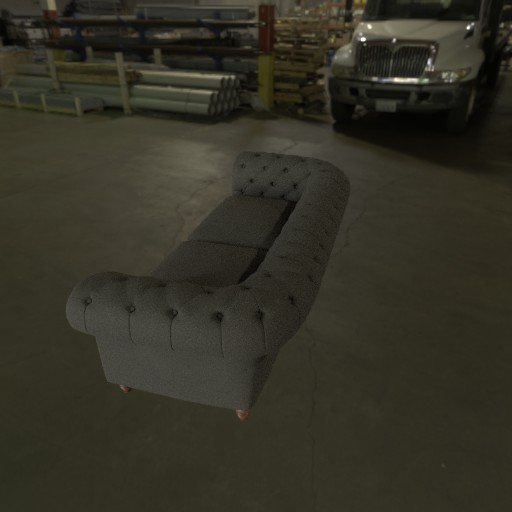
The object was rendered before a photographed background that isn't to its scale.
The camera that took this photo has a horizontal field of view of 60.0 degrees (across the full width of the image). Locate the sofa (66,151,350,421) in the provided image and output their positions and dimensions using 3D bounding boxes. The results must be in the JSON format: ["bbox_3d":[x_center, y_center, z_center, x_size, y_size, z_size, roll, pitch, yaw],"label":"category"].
[{"bbox_3d":[0.000,0.000,2.813,0.991,0.762,2.362,8,29,15],"label":"sofa"}]
